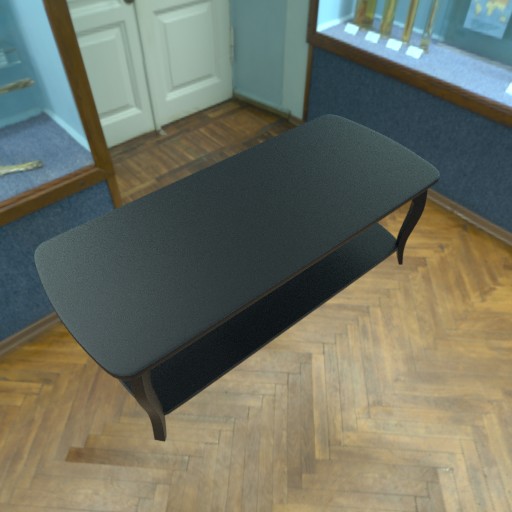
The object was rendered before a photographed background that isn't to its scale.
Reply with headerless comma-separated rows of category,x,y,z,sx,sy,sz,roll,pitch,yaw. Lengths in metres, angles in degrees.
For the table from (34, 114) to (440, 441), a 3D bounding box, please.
table,0.000,0.000,1.603,1.333,0.457,0.571,-31,54,-26
